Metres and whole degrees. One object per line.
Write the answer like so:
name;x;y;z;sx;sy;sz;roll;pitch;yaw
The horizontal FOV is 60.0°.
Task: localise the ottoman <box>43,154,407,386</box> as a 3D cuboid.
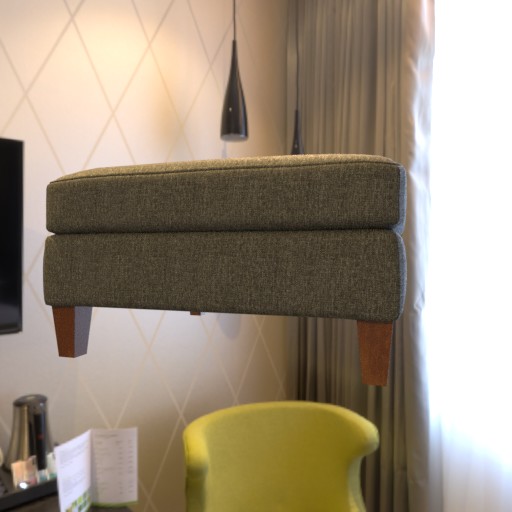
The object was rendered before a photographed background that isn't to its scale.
ottoman;0.000;0.000;1.319;0.838;0.481;0.838;0;1;18
